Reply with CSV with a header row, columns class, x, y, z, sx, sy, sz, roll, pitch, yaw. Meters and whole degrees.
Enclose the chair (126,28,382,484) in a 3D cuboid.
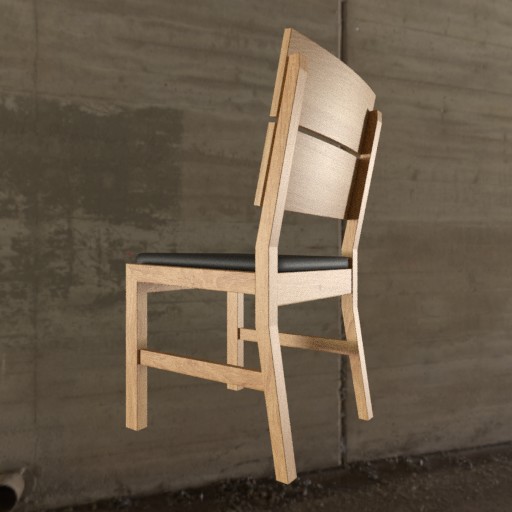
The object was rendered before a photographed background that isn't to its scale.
class,x,y,z,sx,sy,sz,roll,pitch,yaw
chair,0.000,0.000,1.262,0.569,0.950,0.475,0,0,36
